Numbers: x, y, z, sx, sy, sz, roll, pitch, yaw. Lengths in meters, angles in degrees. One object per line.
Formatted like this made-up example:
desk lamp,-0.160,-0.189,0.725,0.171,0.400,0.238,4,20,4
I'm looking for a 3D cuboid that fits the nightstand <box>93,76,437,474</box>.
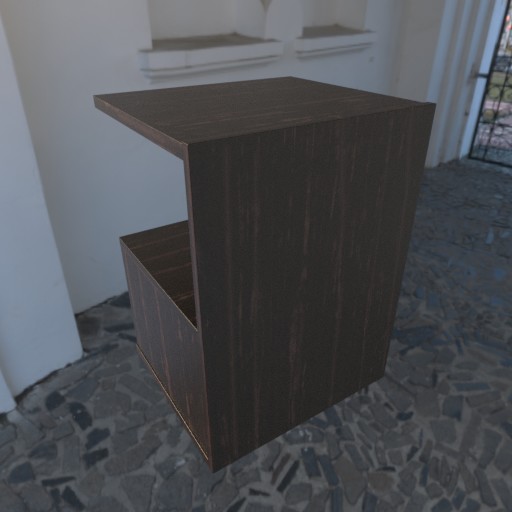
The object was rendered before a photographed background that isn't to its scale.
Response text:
nightstand,0.000,0.000,0.821,0.400,0.559,0.356,-18,34,-28
